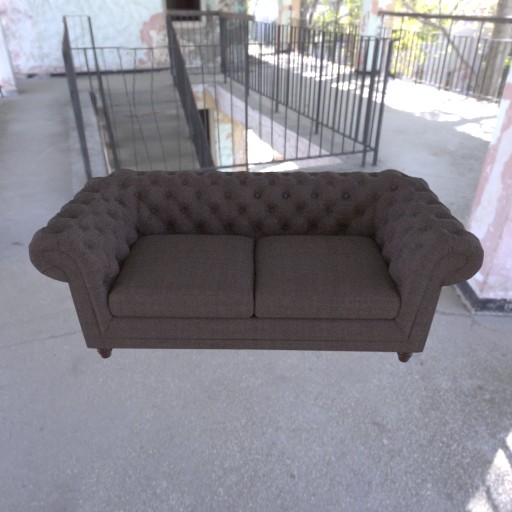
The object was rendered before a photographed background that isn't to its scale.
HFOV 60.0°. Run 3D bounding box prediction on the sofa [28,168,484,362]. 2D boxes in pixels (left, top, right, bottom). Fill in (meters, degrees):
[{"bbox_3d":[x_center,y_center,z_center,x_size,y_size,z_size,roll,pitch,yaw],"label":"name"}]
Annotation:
[{"bbox_3d":[0.000,0.000,2.493,2.048,0.780,0.944,1,30,1],"label":"sofa"}]
